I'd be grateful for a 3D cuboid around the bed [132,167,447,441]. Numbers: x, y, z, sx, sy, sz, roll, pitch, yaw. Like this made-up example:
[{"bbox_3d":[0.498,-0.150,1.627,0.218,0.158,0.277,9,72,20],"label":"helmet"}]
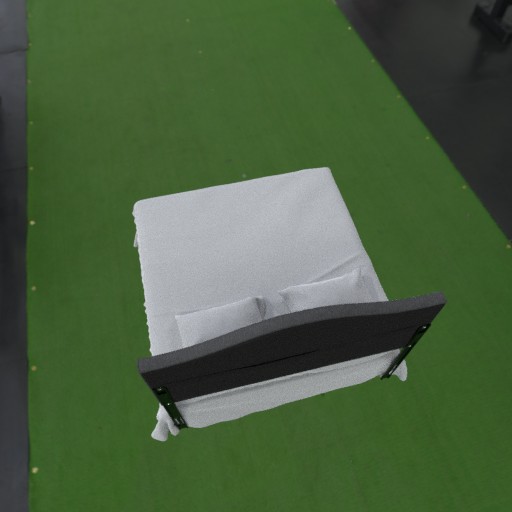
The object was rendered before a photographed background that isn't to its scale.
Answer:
[{"bbox_3d":[0.000,0.000,3.771,2.314,1.651,2.219,-11,58,-7],"label":"bed"}]
